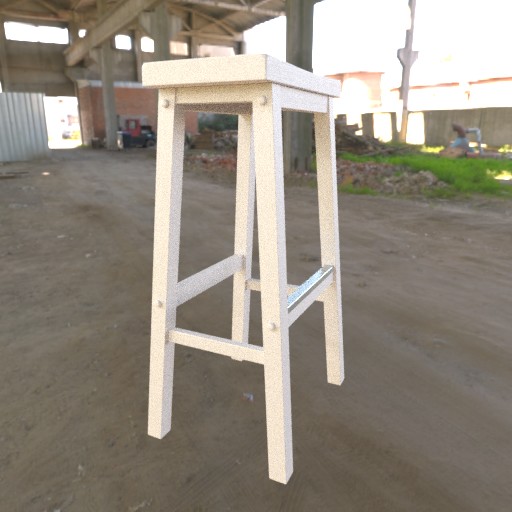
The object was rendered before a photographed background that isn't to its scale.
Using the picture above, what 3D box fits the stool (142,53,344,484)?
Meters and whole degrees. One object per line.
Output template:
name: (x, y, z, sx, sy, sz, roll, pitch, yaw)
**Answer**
stool: (0.000, 0.000, 0.965, 0.322, 0.742, 0.406, 7, 17, 25)
